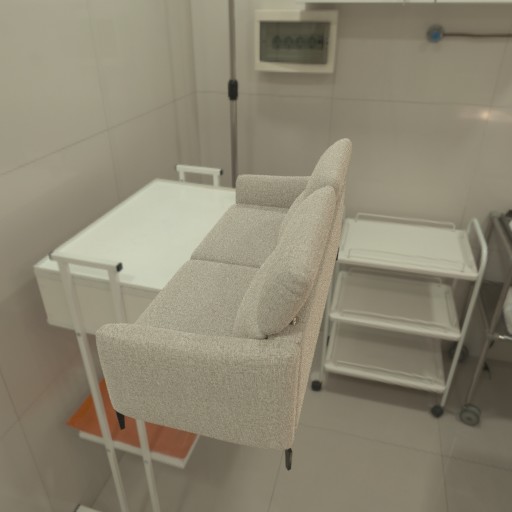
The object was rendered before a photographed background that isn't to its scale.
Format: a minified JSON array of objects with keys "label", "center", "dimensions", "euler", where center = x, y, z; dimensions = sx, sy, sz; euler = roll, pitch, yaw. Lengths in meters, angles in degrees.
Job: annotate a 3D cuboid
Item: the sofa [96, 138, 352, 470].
[{"label":"sofa","center":[0.000,0.000,2.506],"dimensions":[0.856,0.956,2.015],"euler":[8,30,13]}]
